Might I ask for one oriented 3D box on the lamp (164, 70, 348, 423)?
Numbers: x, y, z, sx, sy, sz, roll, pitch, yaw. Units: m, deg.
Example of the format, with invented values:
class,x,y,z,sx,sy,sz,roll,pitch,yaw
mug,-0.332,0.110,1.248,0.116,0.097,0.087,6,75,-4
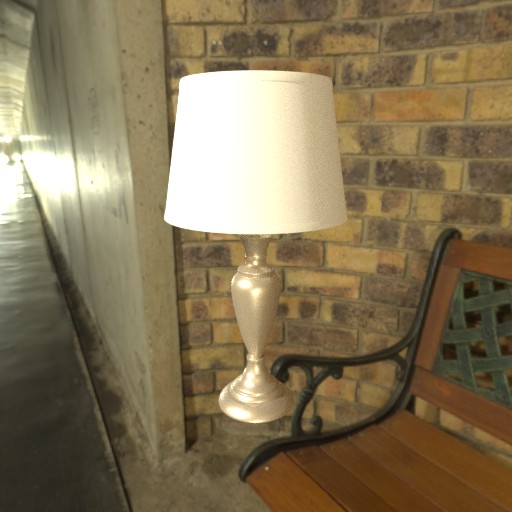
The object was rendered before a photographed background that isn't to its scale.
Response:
class,x,y,z,sx,sy,sz,roll,pitch,yaw
lamp,0.000,0.000,0.829,0.328,0.612,0.328,0,15,0
